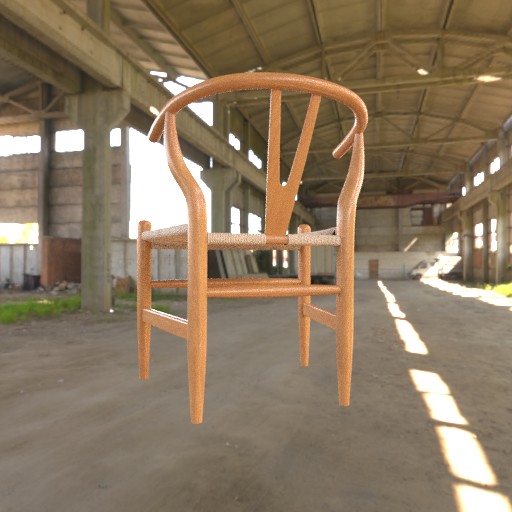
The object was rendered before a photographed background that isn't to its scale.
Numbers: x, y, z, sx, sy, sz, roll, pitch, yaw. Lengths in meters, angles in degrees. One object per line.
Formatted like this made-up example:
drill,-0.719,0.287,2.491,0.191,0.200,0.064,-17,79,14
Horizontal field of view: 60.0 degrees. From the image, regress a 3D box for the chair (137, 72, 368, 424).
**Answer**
chair,0.000,0.000,1.160,0.569,0.730,0.579,0,-1,-19
